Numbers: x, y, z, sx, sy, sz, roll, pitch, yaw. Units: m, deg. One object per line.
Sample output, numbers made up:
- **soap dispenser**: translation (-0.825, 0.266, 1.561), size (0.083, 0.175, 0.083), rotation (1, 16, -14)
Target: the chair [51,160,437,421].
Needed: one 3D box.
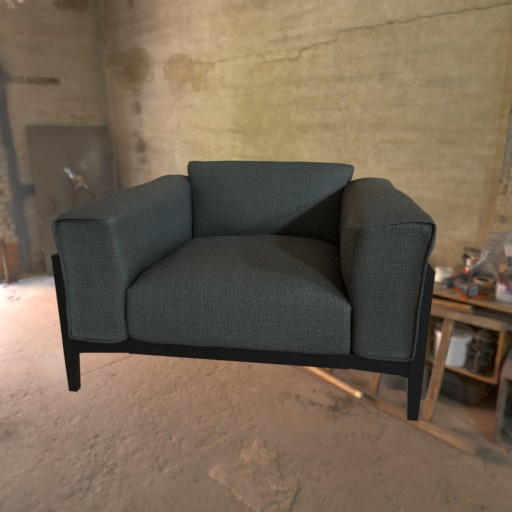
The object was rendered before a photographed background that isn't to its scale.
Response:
- **chair**: translation (0.000, 0.000, 1.638), size (1.056, 0.646, 0.969), rotation (2, 16, 8)
